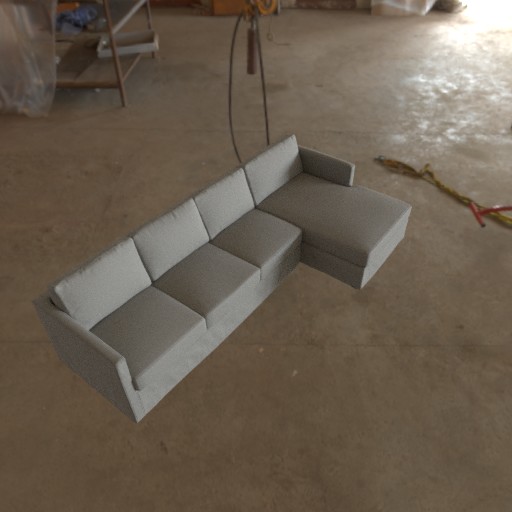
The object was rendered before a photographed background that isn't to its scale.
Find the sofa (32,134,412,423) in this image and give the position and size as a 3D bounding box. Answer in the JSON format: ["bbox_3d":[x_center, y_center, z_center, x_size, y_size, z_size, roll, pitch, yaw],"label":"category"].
[{"bbox_3d":[0.000,0.000,3.894,1.622,0.867,3.177,26,47,27],"label":"sofa"}]
